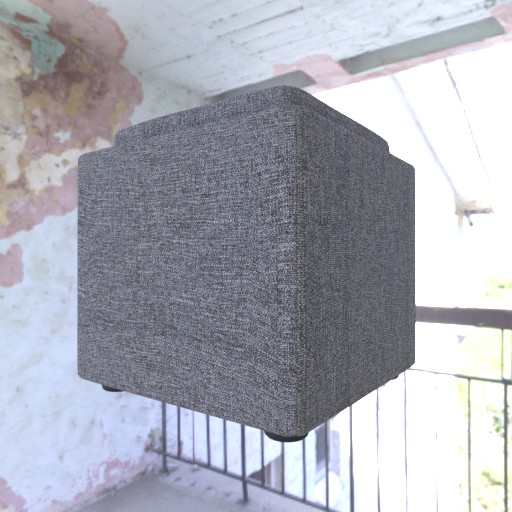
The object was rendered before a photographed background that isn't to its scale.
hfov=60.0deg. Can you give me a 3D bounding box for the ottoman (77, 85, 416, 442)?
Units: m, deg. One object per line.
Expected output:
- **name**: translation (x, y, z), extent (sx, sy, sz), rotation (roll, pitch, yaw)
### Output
- **ottoman**: translation (0.000, 0.000, 0.809), extent (0.450, 0.460, 0.450), rotation (0, 0, 36)
